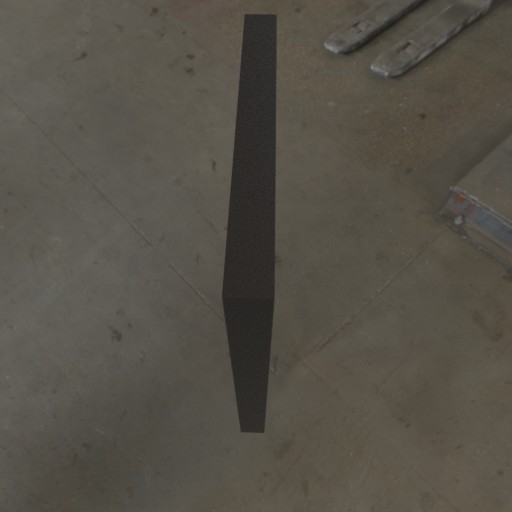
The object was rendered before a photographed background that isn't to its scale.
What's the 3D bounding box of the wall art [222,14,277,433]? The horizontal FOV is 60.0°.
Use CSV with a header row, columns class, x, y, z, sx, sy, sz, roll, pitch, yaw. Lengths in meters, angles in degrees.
class,x,y,z,sx,sy,sz,roll,pitch,yaw
wall art,0.000,0.000,0.485,0.030,0.369,0.294,1,57,1
